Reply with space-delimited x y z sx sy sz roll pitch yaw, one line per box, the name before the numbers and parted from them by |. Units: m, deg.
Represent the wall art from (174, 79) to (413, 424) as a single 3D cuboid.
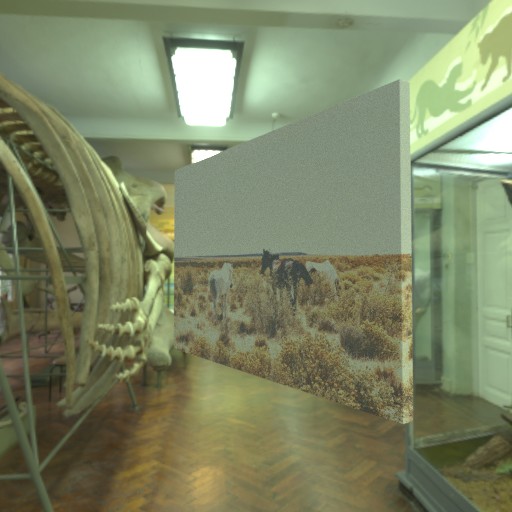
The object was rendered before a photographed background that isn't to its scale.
wall art | 0.000 0.000 1.930 0.051 1.016 1.520 1 -2 -36
